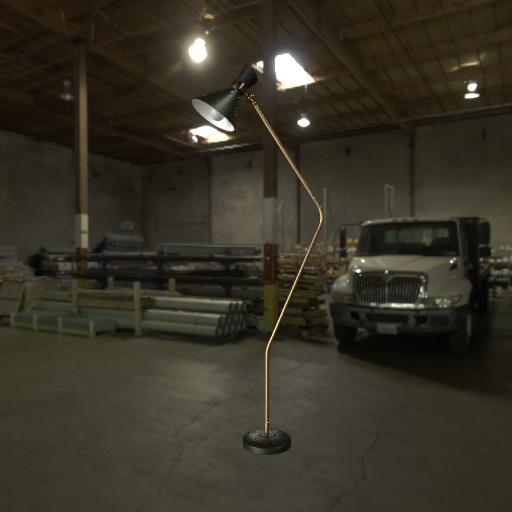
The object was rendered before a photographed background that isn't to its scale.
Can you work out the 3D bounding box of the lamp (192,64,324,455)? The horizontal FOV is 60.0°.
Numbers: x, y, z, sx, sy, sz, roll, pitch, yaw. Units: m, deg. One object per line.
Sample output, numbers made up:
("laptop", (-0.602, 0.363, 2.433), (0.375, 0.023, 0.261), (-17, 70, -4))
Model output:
("lamp", (0.000, 0.000, 1.656), (0.467, 1.438, 0.277), (0, 0, 18))
